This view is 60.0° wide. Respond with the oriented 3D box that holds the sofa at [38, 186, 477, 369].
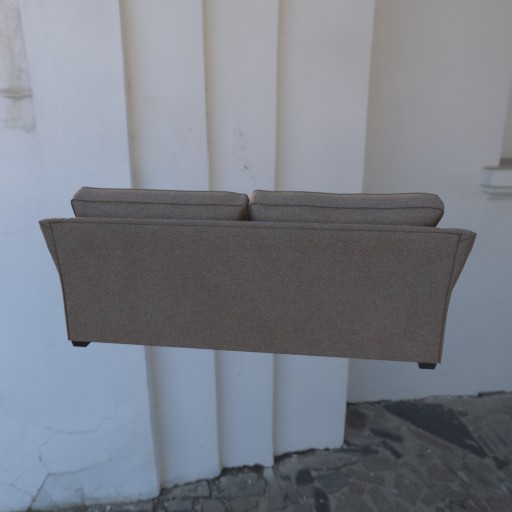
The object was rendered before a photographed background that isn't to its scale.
[{"bbox_3d":[0.000,0.000,2.770,2.270,0.906,0.986,2,17,7],"label":"sofa"}]
